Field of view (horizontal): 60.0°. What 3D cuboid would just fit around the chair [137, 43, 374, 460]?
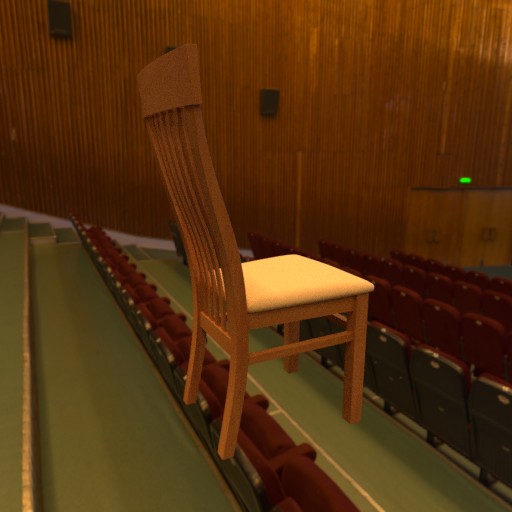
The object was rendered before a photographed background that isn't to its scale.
[{"bbox_3d":[0.000,0.000,1.346,0.580,1.050,0.450,-7,15,-27],"label":"chair"}]
